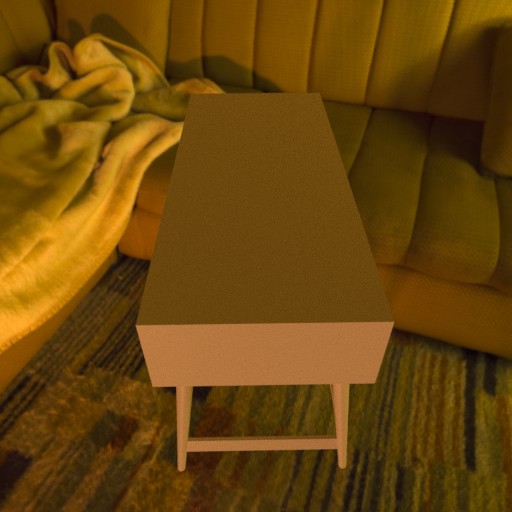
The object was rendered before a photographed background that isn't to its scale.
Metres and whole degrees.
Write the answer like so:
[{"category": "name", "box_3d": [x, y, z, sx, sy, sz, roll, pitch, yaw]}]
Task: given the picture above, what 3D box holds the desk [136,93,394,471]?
[{"category": "desk", "box_3d": [0.000, 0.000, 1.720, 0.589, 0.762, 1.313, -1, 41, -1]}]
